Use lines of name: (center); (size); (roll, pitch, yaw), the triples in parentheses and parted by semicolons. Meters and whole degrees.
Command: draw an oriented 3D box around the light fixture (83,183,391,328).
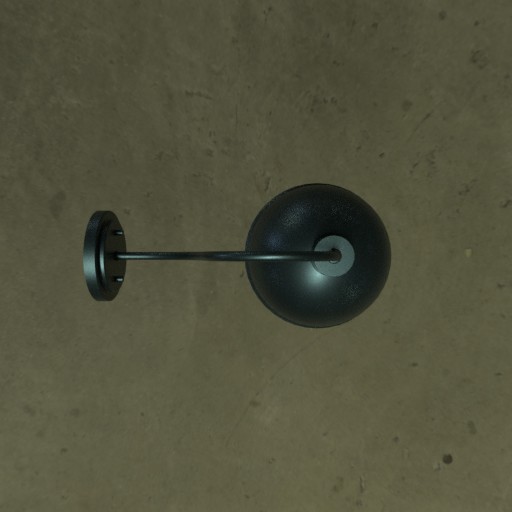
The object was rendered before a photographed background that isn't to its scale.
light fixture: (0.000, 0.000, 0.633); (0.467, 0.295, 0.253); (0, 90, 0)
